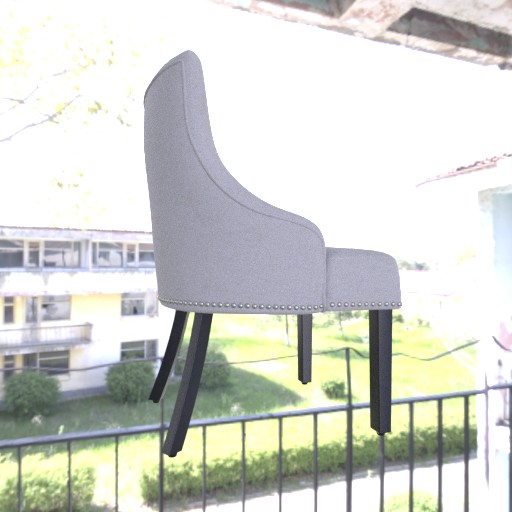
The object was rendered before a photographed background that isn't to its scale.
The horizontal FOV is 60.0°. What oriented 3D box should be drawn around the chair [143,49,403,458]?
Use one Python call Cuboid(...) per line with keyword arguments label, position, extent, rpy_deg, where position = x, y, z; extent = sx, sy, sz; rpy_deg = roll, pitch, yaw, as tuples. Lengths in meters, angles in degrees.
Cuboid(label="chair", position=(0.000, 0.000, 1.275), extent=(0.629, 0.909, 0.566), rpy_deg=(0, 0, -18))
